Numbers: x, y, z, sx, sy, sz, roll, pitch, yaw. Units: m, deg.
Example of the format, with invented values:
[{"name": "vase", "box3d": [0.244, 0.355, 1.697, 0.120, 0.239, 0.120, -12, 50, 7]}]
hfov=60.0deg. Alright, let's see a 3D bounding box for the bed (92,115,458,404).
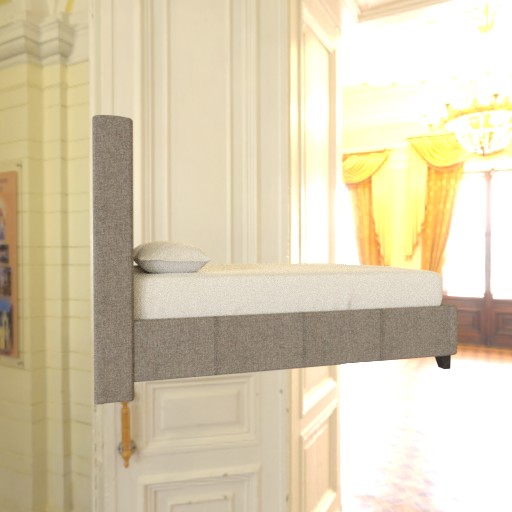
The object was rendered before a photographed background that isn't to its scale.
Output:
[{"name": "bed", "box3d": [0.000, 0.000, 3.371, 2.245, 1.481, 1.714, 0, 1, -17]}]
